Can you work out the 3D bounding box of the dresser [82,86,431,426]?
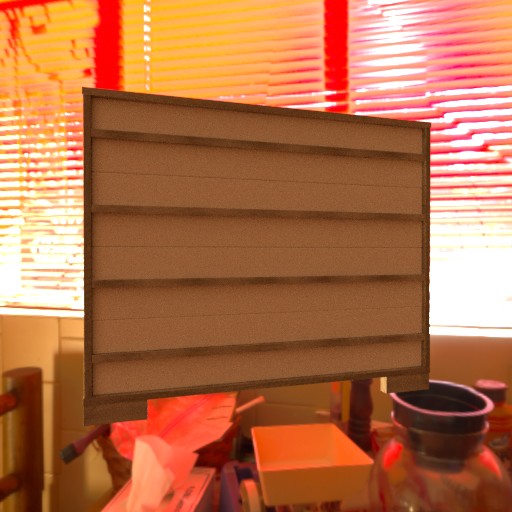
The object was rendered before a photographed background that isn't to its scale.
[{"bbox_3d":[0.000,0.000,1.400,0.994,0.816,0.404,0,1,-17],"label":"dresser"}]
